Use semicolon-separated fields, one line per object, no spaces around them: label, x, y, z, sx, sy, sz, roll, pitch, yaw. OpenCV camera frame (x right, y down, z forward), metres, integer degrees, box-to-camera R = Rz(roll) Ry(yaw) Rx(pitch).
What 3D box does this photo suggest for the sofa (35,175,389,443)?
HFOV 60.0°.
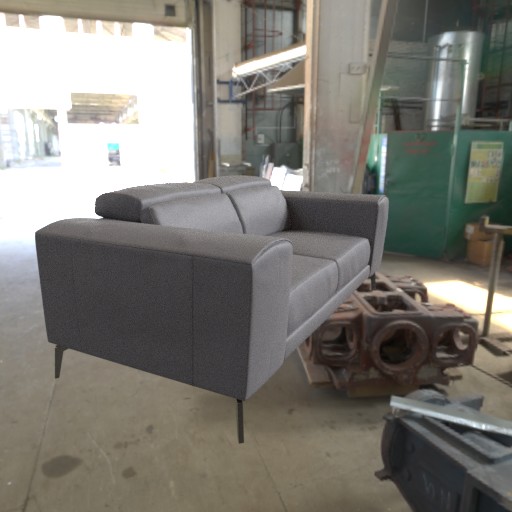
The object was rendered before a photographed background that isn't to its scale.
sofa;0.000;0.000;2.360;1.003;0.779;1.895;7;16;27
